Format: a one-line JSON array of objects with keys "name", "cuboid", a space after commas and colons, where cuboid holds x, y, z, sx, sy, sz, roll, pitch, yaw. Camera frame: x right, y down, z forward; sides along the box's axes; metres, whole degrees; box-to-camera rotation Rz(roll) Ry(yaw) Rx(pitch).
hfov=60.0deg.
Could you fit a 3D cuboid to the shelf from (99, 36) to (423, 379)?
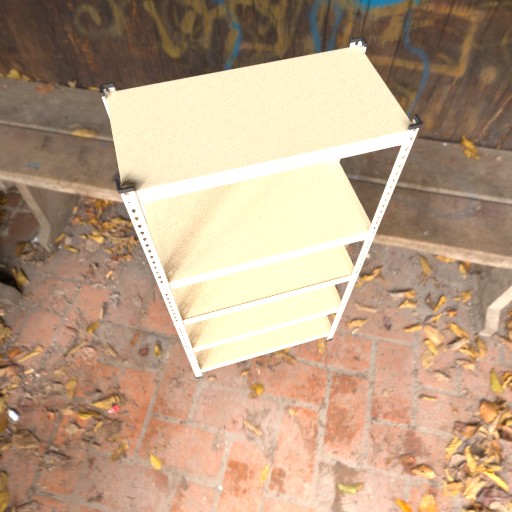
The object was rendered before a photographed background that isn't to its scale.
[{"name": "shelf", "cuboid": [0.000, 0.000, 2.153, 0.914, 1.829, 0.457, -14, 60, -8]}]
